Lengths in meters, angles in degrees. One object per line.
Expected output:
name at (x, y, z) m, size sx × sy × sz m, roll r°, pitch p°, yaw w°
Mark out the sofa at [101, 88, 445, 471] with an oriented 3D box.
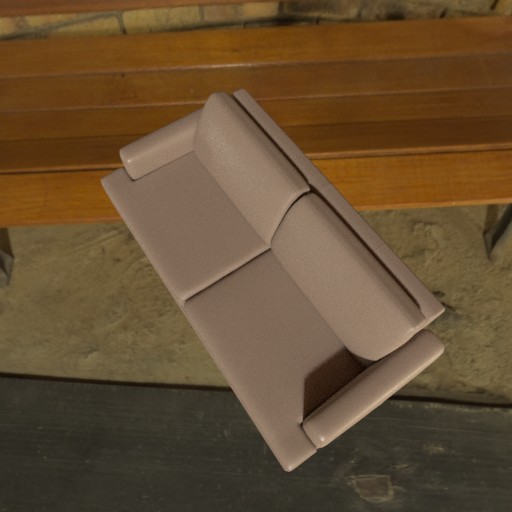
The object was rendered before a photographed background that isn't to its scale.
sofa at (0.000, 0.000, 2.421) m, size 0.974 × 0.765 × 1.940 m, roll -32°, pitch 68°, yaw -14°
